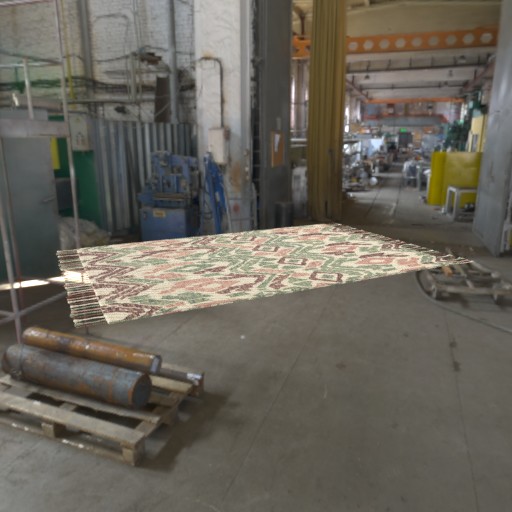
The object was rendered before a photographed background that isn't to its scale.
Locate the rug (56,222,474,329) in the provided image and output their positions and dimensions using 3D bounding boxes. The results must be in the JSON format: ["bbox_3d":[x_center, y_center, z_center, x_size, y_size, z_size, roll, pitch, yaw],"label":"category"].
[{"bbox_3d":[0.000,0.000,3.017,2.438,0.011,1.524,-7,17,-25],"label":"rug"}]
